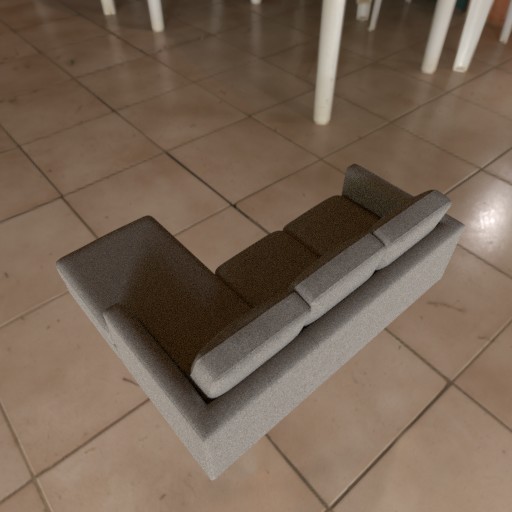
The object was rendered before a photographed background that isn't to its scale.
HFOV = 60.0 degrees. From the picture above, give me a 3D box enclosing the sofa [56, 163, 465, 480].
[{"bbox_3d":[0.000,0.000,2.904,2.055,0.957,1.667,-32,54,-27],"label":"sofa"}]
